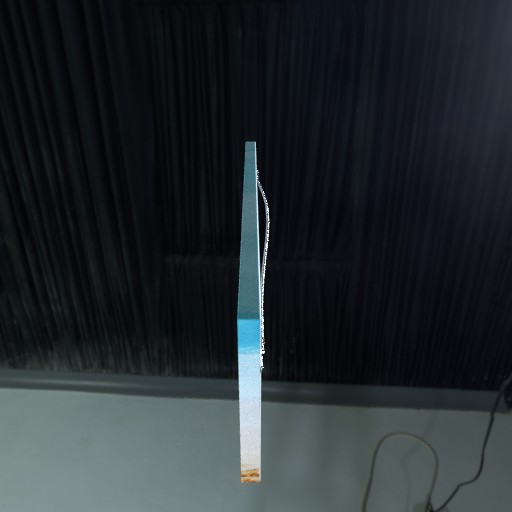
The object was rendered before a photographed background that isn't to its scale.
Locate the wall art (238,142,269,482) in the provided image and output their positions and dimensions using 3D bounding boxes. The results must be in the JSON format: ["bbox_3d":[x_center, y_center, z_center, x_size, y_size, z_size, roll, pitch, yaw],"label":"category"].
[{"bbox_3d":[0.000,0.000,0.841,0.044,0.254,0.759,0,28,0],"label":"wall art"}]
